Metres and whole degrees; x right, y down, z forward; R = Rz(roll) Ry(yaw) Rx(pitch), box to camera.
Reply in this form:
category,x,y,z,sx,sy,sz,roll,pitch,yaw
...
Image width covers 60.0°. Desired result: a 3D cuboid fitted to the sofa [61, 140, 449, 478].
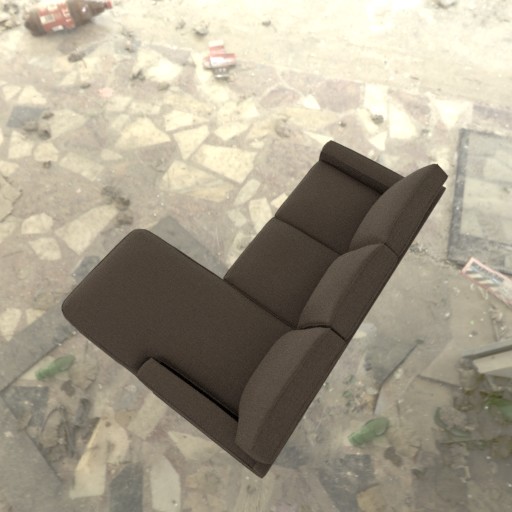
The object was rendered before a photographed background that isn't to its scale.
category,x,y,z,sx,sy,sz,roll,pitch,yaw
sofa,0.000,0.000,3.290,1.790,0.973,2.370,32,68,15
